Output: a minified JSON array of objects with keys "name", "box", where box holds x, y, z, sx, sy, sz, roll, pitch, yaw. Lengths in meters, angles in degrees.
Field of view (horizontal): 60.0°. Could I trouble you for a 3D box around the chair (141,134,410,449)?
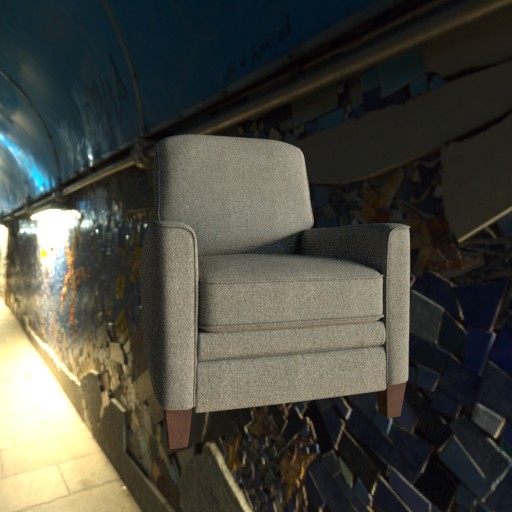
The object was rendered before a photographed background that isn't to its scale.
[{"name":"chair","box":[0.000,0.000,1.671,0.841,1.028,0.858,-1,3,-18]}]
